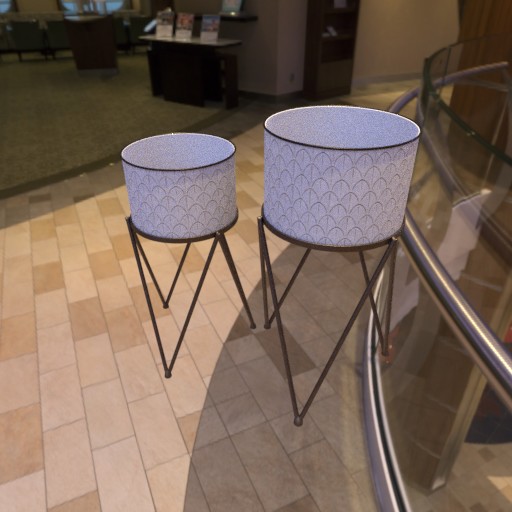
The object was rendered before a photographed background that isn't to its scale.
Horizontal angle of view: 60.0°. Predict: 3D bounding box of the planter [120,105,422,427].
[{"bbox_3d":[0.000,0.000,1.165,0.769,0.712,0.413,10,33,16],"label":"planter"}]
